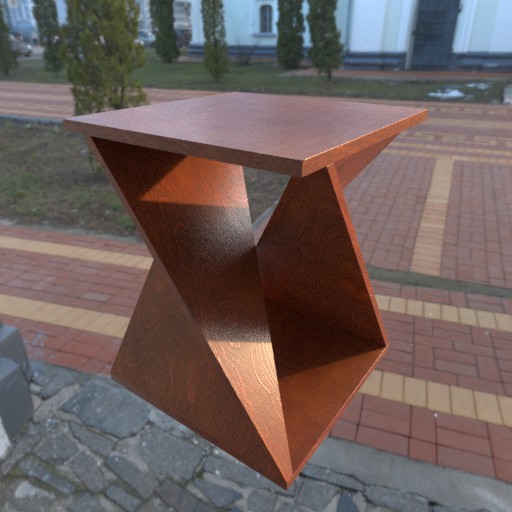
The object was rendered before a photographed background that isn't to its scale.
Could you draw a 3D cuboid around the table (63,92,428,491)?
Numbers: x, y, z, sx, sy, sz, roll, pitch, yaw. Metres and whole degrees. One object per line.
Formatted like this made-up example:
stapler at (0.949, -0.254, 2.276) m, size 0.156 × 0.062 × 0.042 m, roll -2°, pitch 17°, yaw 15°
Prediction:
table at (0.000, 0.000, 0.840) m, size 0.427 × 0.520 × 0.427 m, roll 18°, pitch 32°, yaw 32°
